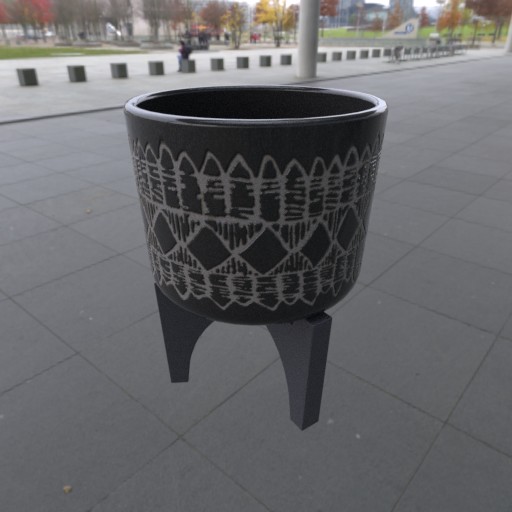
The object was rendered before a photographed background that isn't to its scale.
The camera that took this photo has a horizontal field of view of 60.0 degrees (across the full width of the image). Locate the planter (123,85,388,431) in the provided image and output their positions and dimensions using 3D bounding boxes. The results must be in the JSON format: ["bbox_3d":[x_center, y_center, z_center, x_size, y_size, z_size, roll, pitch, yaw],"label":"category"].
[{"bbox_3d":[0.000,0.000,0.262,0.129,0.177,0.129,0,27,0],"label":"planter"}]
